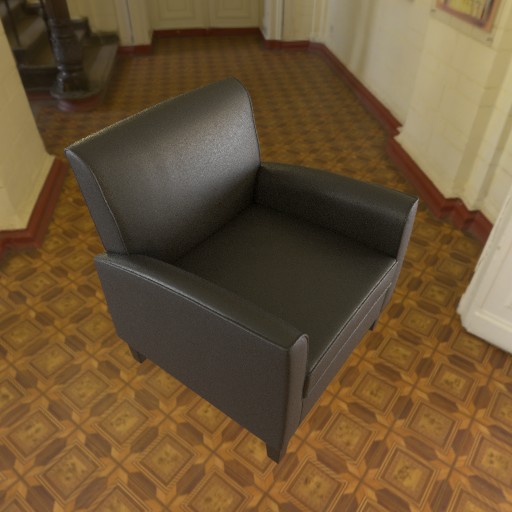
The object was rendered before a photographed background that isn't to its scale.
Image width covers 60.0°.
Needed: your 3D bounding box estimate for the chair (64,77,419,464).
[{"bbox_3d":[0.000,0.000,1.563,0.819,0.916,0.820,26,47,27],"label":"chair"}]
